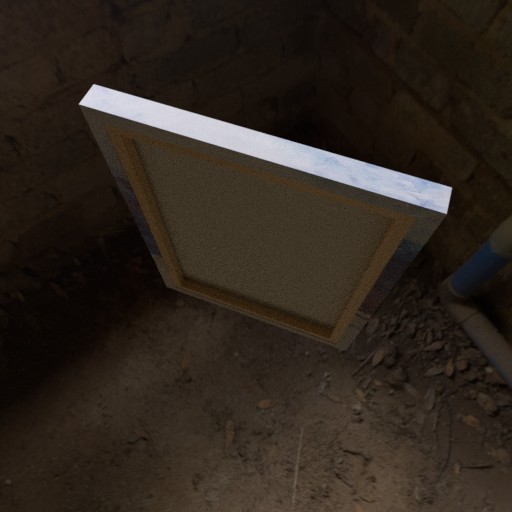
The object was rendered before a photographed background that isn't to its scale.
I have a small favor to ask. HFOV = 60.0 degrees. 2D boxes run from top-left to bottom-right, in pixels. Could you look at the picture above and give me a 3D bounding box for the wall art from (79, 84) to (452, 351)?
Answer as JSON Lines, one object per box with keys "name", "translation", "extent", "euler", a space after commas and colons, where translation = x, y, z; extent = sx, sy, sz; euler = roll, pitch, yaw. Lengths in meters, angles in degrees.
{"name": "wall art", "translation": [0.000, 0.000, 0.762], "extent": [0.437, 0.581, 0.036], "euler": [19, 66, 9]}
